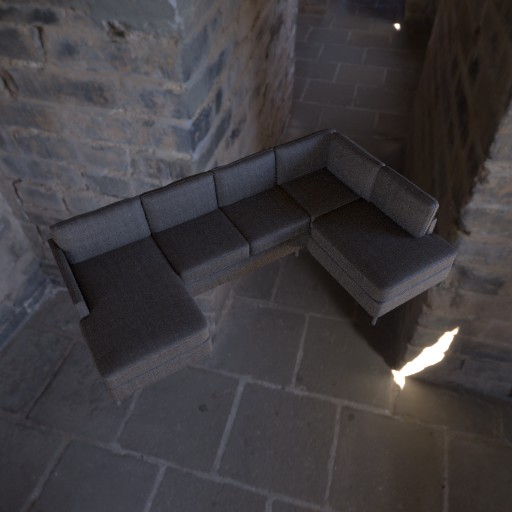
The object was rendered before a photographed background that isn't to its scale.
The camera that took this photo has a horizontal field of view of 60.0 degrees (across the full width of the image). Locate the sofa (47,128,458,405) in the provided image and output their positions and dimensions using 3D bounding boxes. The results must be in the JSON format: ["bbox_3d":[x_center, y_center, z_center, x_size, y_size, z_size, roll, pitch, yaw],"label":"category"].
[{"bbox_3d":[0.000,0.000,4.322,3.423,0.999,2.048,-24,51,-21],"label":"sofa"}]
